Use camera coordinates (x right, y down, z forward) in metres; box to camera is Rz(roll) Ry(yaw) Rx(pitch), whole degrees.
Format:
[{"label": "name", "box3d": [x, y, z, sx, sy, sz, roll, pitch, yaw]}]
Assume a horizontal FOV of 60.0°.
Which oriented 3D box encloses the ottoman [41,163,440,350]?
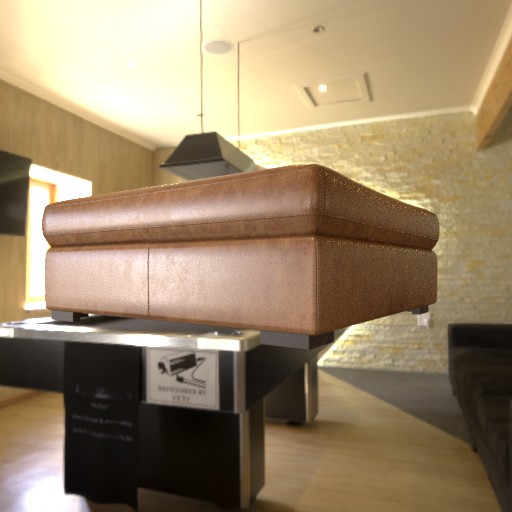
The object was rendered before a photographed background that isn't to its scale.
[{"label": "ottoman", "box3d": [0.000, 0.000, 1.799, 1.168, 0.483, 1.169, -1, -2, 35]}]
